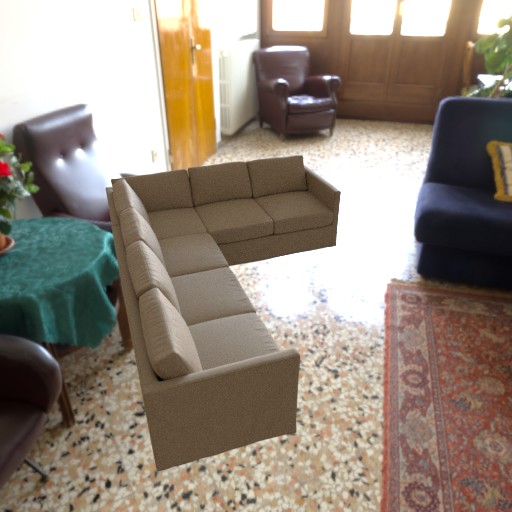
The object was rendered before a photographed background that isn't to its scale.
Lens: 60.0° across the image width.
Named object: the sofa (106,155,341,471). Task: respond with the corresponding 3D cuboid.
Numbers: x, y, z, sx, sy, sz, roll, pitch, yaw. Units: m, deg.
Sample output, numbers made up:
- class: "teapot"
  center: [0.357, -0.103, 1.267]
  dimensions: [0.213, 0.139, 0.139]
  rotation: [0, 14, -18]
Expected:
- class: "sofa"
  center: [0.000, 0.000, 4.111]
  dimensions: [2.432, 0.871, 3.182]
  rotation: [-10, 32, -17]
